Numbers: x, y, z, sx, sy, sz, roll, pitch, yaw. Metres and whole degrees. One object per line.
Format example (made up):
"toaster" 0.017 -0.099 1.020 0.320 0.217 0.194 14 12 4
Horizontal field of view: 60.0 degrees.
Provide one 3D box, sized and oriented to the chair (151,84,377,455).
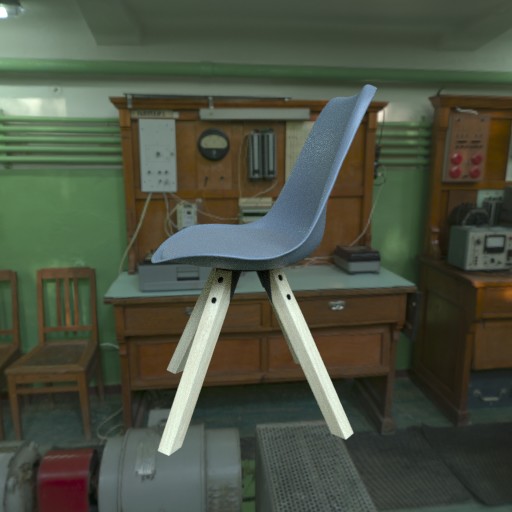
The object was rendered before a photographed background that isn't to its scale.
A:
"chair" 0.000 0.000 1.197 0.550 0.850 0.485 -2 13 -8
